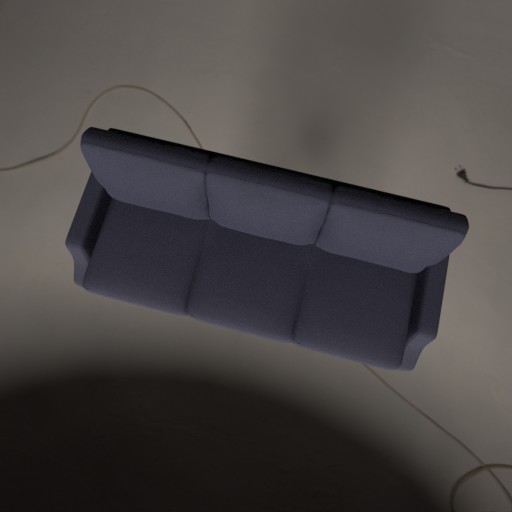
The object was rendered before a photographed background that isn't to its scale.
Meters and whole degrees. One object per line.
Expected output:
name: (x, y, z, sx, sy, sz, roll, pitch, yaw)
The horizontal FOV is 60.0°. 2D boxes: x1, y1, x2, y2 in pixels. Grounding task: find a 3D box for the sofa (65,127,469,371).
sofa: (0.000, 0.000, 2.606, 2.115, 0.984, 0.888, 14, 76, 3)
